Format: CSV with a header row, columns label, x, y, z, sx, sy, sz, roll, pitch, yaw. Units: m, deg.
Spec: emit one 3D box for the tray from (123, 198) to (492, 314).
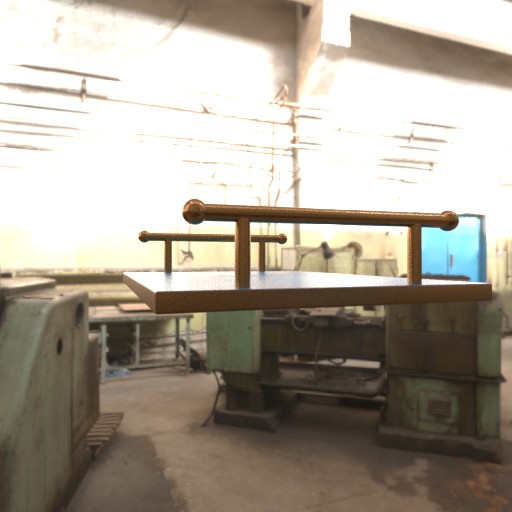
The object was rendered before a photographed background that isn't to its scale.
label,x,y,z,sx,sy,sz,roll,pitch,yaw
tray,0.000,0.000,0.565,0.304,0.084,0.444,0,0,-19
